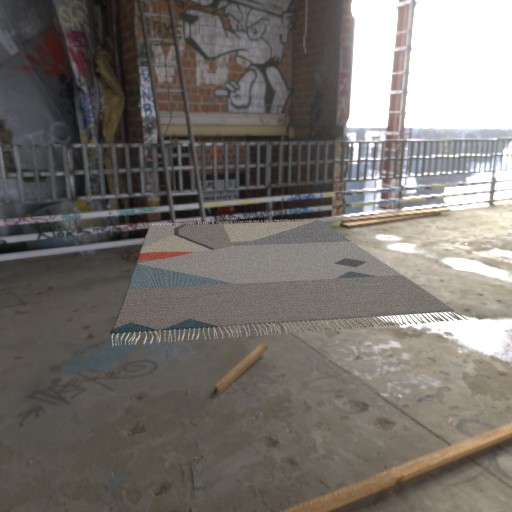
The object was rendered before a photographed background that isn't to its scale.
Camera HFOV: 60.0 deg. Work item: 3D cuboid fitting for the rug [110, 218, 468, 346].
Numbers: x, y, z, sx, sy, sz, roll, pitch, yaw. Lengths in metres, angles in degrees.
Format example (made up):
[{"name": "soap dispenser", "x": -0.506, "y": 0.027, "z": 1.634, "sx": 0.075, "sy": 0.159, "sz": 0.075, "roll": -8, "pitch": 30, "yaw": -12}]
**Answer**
[{"name": "rug", "x": 0.000, "y": 0.000, "z": 2.313, "sx": 1.220, "sy": 0.005, "sz": 1.828, "roll": -3, "pitch": 16, "yaw": -9}]
